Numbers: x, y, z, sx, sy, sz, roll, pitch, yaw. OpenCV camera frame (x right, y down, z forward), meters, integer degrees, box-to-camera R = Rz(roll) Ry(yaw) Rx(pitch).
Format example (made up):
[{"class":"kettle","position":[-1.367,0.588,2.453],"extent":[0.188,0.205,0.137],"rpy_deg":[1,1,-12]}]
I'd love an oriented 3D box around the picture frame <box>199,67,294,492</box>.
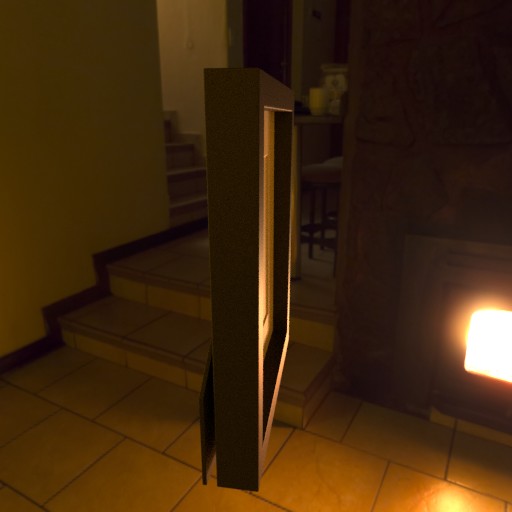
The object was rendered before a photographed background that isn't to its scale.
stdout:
[{"class":"picture frame","position":[0.000,0.000,0.391],"extent":[0.042,0.284,0.232],"rpy_deg":[3,18,9]}]
